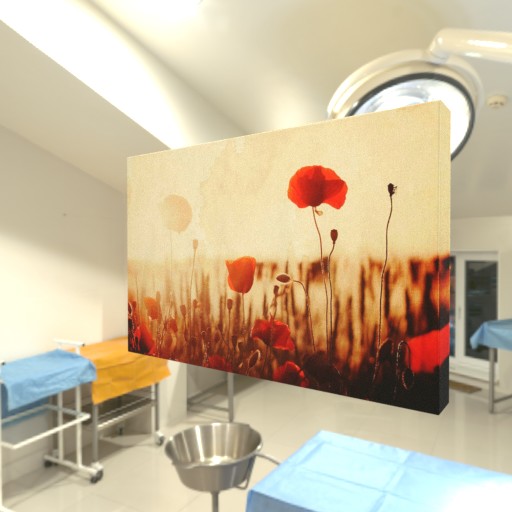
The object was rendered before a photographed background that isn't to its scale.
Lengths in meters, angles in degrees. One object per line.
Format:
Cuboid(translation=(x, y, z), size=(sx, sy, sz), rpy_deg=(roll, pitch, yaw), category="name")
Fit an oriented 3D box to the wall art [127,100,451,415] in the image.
Cuboid(translation=(0.000, 0.000, 0.476), size=(0.383, 0.251, 0.037), rpy_deg=(1, 1, 35), category="wall art")
